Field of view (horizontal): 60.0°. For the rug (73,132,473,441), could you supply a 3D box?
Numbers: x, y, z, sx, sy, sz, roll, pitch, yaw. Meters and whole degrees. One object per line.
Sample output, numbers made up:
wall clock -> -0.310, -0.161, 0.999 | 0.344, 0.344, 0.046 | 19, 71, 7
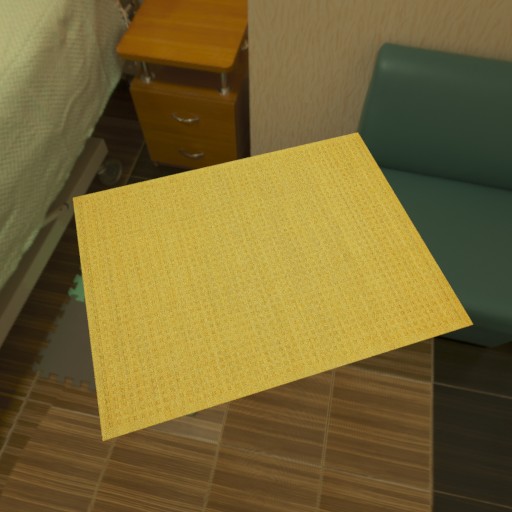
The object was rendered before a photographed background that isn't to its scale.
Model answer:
rug -> 0.000, 0.000, 4.277 | 3.242, 0.015, 2.486 | -15, 60, -9
